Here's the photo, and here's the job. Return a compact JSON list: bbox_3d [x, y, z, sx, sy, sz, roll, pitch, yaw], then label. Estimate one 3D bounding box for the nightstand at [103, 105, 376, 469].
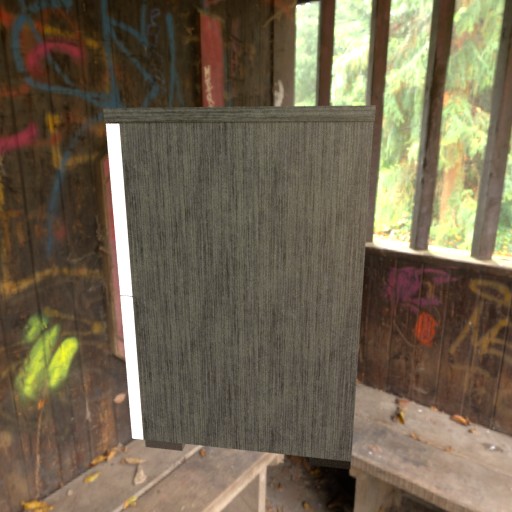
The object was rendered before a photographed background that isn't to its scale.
[{"bbox_3d":[0.000,0.000,0.764,0.325,0.460,0.441,2,15,9],"label":"nightstand"}]
